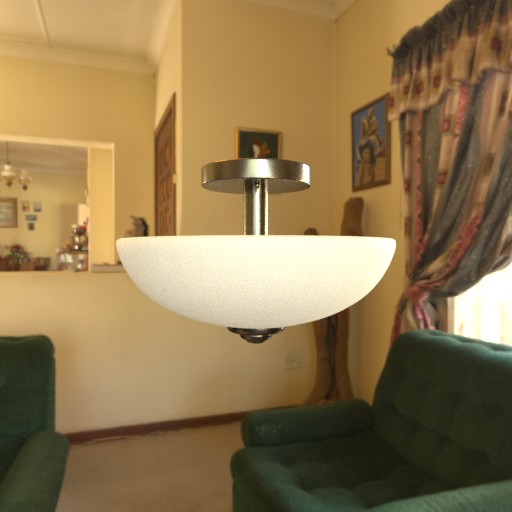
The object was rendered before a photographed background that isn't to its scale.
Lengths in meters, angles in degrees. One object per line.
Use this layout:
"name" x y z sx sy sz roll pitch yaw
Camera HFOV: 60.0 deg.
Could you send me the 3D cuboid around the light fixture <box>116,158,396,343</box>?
"light fixture" 0.000 0.000 0.548 0.330 0.214 0.330 0 1 0
